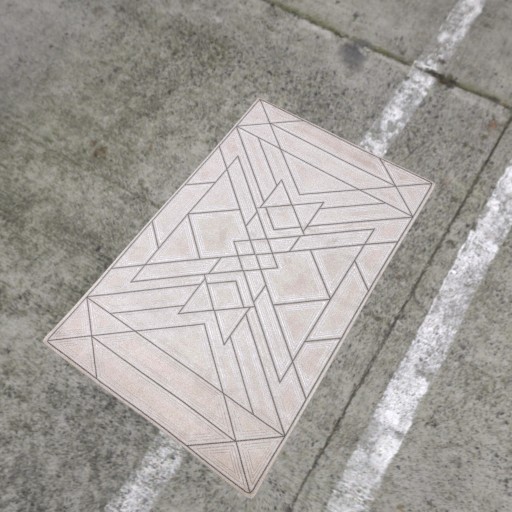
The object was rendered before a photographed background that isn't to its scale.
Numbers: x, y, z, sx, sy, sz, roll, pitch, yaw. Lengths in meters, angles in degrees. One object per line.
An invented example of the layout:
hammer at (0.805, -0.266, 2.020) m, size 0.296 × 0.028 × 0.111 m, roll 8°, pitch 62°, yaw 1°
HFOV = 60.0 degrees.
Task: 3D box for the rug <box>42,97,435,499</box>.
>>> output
rug at (0.000, 0.000, 3.011) m, size 1.575 × 0.023 × 2.459 m, roll 31°, pitch 68°, yaw 14°
